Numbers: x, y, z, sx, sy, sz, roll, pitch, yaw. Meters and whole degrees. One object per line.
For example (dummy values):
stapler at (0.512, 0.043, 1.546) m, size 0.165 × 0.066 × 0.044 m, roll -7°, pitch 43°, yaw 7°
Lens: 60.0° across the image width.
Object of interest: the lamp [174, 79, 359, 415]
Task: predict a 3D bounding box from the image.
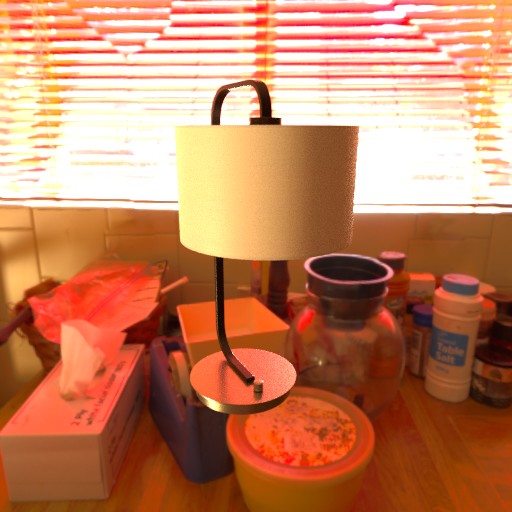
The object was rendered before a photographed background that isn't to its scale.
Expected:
lamp at (0.000, 0.000, 0.635) m, size 0.230 × 0.473 × 0.288 m, roll -8°, pitch 17°, yaw -26°
